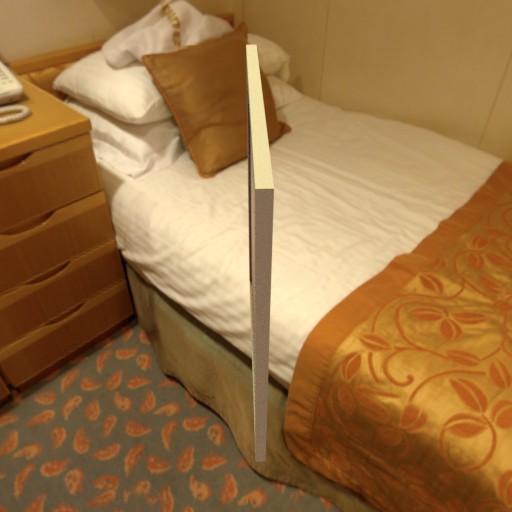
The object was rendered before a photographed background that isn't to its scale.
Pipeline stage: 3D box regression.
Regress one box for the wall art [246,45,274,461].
[{"bbox_3d":[0.000,0.000,1.113,0.026,0.811,0.661,-1,41,-2],"label":"wall art"}]
